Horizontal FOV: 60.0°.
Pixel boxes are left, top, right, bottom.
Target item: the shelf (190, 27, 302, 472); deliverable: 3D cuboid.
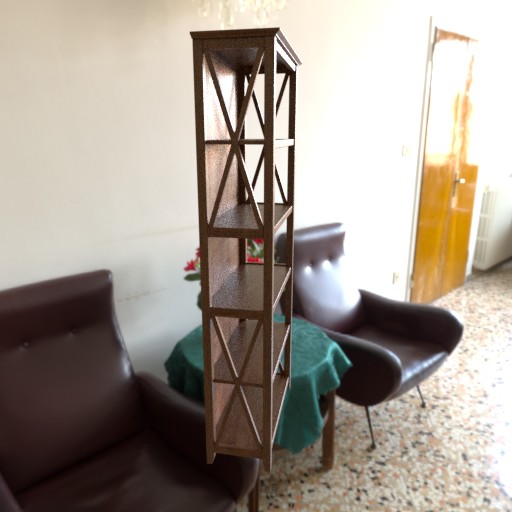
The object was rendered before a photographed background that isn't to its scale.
[{"bbox_3d":[0.000,0.000,2.225,0.335,1.905,0.805,3,16,11],"label":"shelf"}]
